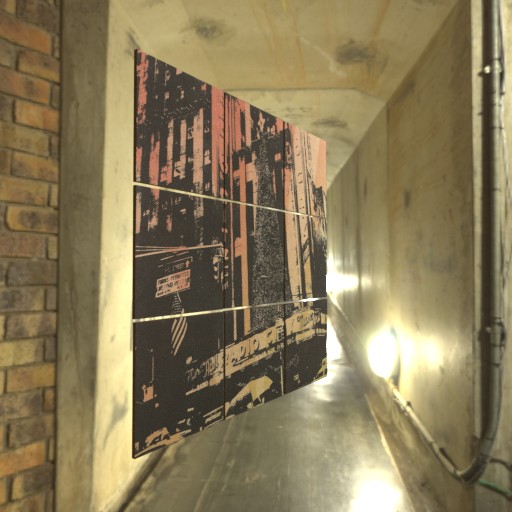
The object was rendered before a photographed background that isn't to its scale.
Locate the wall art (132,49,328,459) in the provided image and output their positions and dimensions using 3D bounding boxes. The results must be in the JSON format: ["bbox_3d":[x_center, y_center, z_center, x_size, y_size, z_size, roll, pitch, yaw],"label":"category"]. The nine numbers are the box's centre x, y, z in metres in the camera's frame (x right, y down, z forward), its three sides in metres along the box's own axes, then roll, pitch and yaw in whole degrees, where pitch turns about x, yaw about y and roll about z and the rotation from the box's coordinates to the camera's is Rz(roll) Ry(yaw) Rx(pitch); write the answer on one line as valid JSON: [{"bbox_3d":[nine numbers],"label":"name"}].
[{"bbox_3d":[0.000,0.000,1.362,0.010,0.917,0.919,-1,-2,36],"label":"wall art"}]
